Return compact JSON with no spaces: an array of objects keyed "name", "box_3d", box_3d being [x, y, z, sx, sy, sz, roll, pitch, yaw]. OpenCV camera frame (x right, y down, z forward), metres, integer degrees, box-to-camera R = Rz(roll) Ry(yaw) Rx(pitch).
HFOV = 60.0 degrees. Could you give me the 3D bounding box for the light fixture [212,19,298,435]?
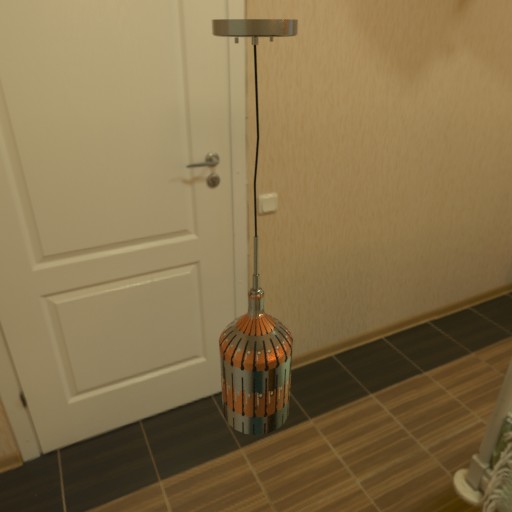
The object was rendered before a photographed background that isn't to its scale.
[{"name":"light fixture","box_3d":[0.000,0.000,1.632,0.303,1.535,0.303,0,27,0]}]
